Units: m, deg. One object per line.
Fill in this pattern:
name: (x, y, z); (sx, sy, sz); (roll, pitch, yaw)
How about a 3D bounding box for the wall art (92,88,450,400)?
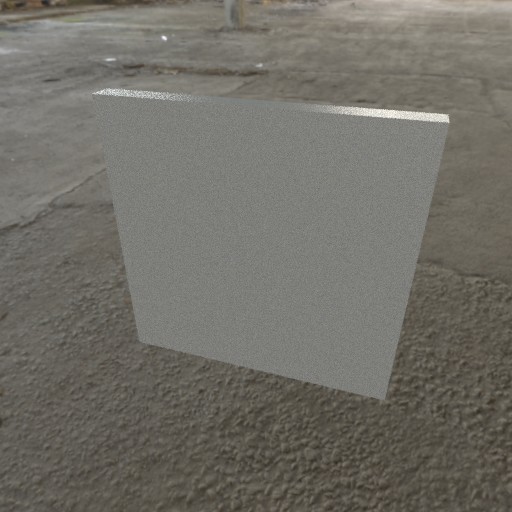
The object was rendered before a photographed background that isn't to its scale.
wall art: (0.000, 0.000, 0.529); (0.355, 0.355, 0.027); (10, 34, 15)
